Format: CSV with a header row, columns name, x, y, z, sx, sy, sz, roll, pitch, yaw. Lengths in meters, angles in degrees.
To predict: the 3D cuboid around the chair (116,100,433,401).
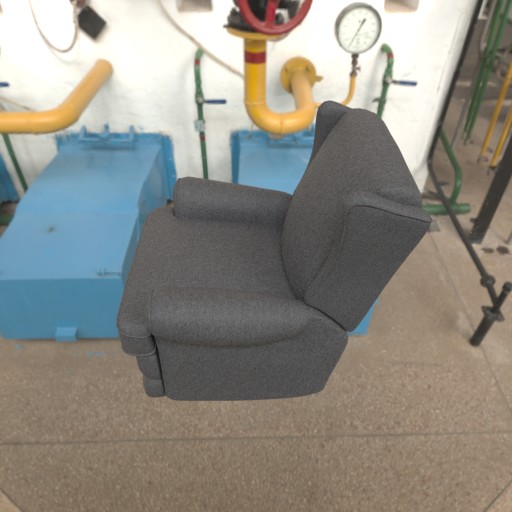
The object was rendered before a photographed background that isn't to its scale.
name,x,y,z,sx,sy,sz,roll,pitch,yaw
chair,0.000,0.000,1.728,0.969,1.011,0.847,0,41,0
